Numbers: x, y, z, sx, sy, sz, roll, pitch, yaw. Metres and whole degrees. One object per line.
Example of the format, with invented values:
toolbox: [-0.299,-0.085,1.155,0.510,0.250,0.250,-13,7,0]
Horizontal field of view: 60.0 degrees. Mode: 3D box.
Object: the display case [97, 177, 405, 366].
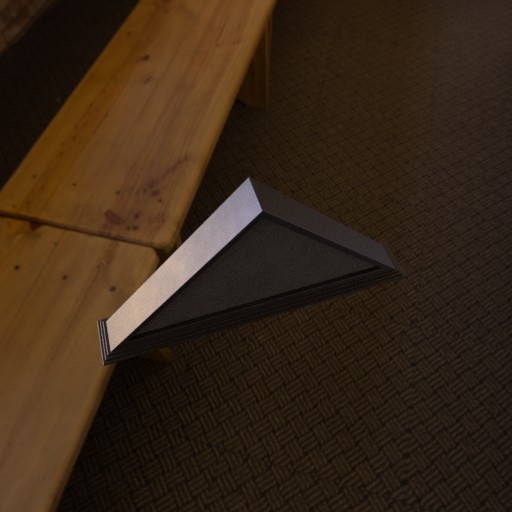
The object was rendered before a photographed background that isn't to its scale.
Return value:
display case: [0.000,0.000,0.778,0.640,0.340,0.095,-15,59,-9]
